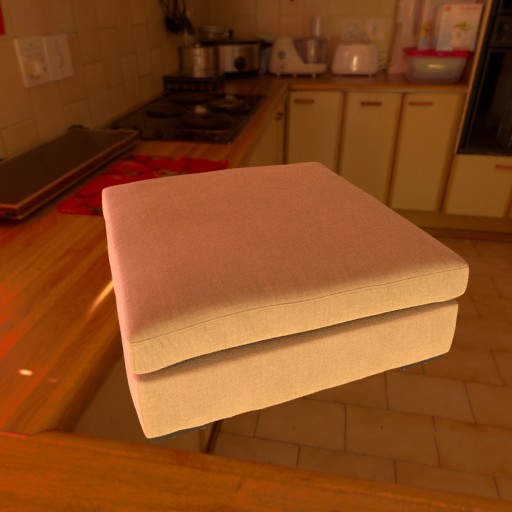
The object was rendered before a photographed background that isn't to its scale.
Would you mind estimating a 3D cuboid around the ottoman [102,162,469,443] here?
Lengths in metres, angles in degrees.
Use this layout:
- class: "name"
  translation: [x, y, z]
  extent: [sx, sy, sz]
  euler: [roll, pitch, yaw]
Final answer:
- class: "ottoman"
  translation: [0.000, 0.000, 1.863]
  extent: [1.171, 0.517, 1.203]
  euler: [-10, 32, -17]
